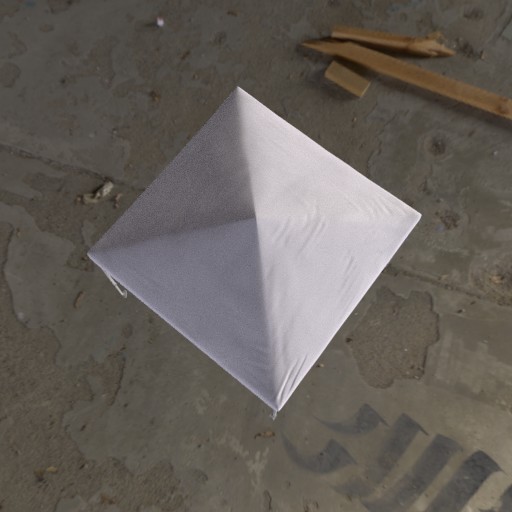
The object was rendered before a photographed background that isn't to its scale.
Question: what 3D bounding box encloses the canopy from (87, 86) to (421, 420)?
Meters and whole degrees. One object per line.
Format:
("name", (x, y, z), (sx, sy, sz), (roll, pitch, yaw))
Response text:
("canopy", (0.000, 0.000, 5.229), (2.849, 2.850, 2.850), (37, 79, 8))
